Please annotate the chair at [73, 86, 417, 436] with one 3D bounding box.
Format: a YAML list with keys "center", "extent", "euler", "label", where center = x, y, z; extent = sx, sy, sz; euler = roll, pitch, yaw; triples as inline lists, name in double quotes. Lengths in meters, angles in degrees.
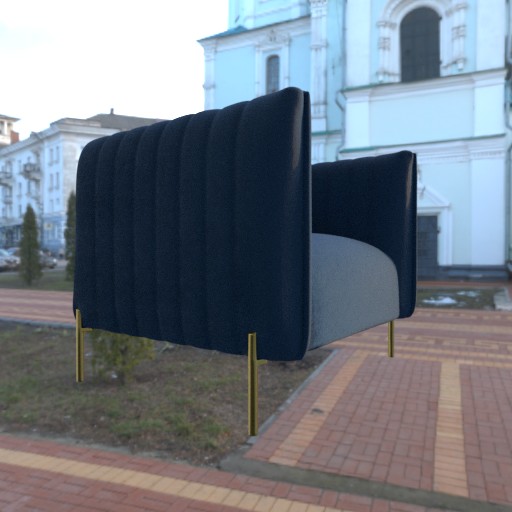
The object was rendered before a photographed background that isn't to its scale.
- center: [0.000, 0.000, 1.553]
  extent: [0.877, 0.793, 0.947]
  euler: [1, 1, 36]
  label: "chair"
